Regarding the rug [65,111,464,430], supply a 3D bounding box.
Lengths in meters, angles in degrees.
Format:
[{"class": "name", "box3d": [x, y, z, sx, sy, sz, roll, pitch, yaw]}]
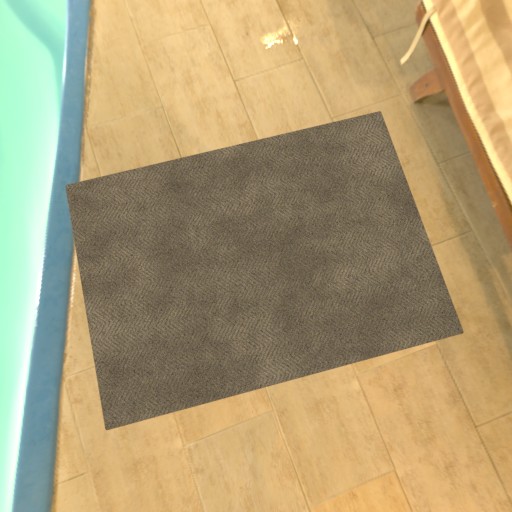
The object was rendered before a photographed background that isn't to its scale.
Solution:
[{"class": "rug", "box3d": [0.000, 0.000, 2.859, 2.235, 0.008, 1.600, -14, 76, -4]}]
